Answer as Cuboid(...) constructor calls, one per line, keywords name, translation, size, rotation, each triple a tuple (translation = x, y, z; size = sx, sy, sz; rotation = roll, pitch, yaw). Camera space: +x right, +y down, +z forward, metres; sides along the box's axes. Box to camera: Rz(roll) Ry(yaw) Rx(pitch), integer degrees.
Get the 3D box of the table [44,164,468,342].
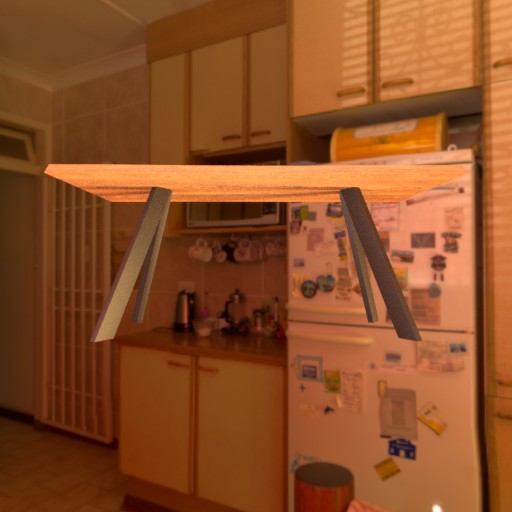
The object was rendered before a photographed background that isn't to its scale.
Cuboid(name="table", translation=(0.000, 0.000, 2.325), size=(1.800, 0.770, 0.900), rotation=(0, -1, -1))
